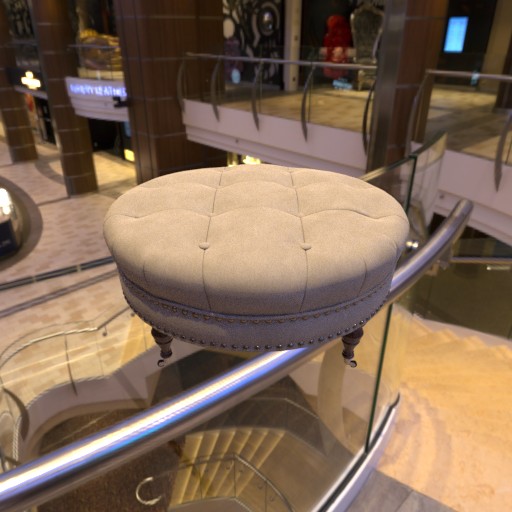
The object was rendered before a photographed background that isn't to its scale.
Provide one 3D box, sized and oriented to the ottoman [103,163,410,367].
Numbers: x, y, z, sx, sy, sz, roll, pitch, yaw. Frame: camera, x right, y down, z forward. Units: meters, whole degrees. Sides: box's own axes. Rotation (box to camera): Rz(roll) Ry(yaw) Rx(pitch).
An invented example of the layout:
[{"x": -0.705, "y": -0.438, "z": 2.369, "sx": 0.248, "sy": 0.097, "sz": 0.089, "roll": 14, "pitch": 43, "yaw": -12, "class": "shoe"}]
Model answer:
[{"x": 0.000, "y": 0.000, "z": 1.428, "sx": 0.901, "sy": 0.439, "sz": 0.901, "roll": 0, "pitch": 27, "yaw": 0, "class": "ottoman"}]
